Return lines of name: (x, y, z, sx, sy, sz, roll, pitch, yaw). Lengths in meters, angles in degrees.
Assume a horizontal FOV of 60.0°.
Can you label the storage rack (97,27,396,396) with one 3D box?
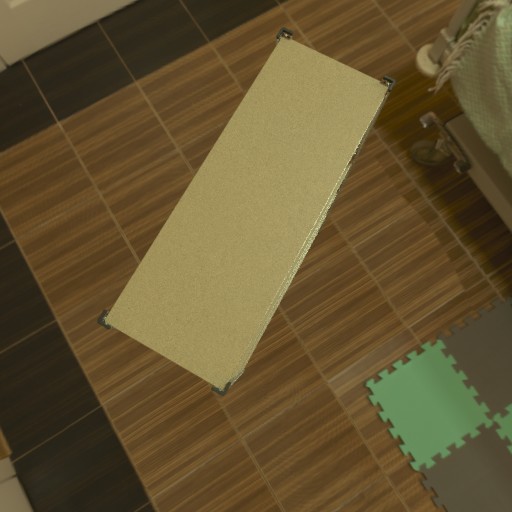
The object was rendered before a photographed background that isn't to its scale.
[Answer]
storage rack: (0.000, 0.000, 2.353, 0.457, 1.829, 1.219, 28, 79, 6)
